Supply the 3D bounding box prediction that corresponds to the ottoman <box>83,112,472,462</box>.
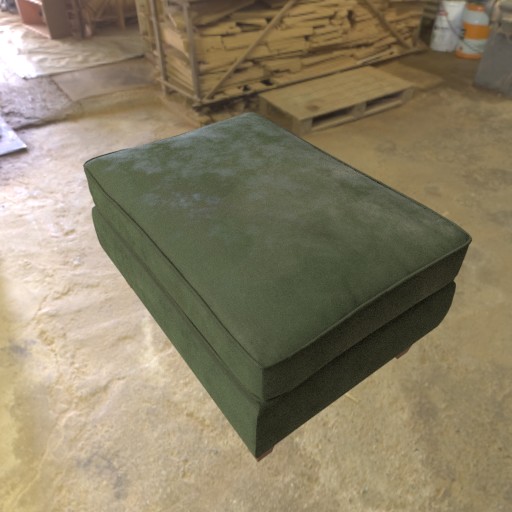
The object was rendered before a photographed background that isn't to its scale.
[{"bbox_3d":[0.000,0.000,1.235,0.632,0.495,0.864,-26,47,-26],"label":"ottoman"}]
